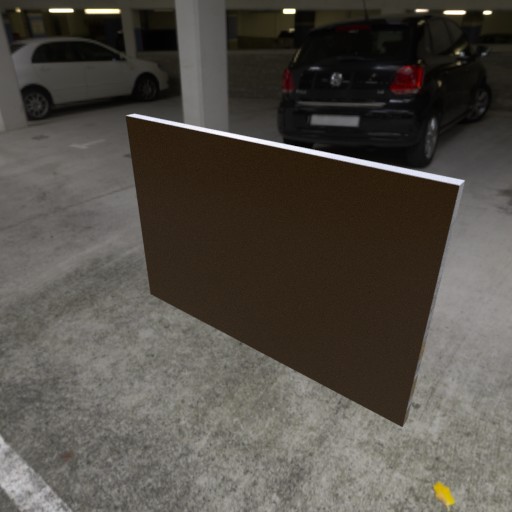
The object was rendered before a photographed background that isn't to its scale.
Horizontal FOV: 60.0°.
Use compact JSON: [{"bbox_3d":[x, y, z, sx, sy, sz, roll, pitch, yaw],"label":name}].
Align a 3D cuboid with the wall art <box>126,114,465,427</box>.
[{"bbox_3d":[0.000,0.000,1.461,1.145,0.762,0.041,21,35,33],"label":"wall art"}]
